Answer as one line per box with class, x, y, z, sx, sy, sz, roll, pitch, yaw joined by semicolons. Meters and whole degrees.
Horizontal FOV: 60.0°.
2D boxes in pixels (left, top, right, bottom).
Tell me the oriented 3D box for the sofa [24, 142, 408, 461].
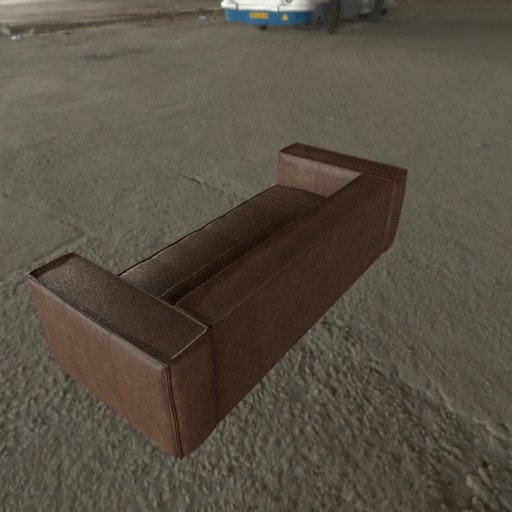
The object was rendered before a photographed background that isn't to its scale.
sofa;0.000;0.000;3.009;1.102;0.701;2.581;23;39;30
